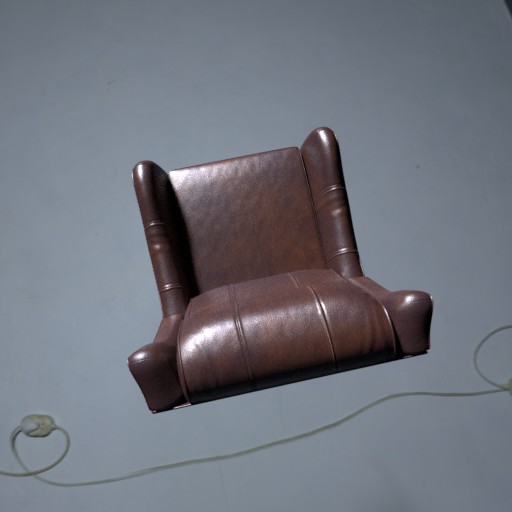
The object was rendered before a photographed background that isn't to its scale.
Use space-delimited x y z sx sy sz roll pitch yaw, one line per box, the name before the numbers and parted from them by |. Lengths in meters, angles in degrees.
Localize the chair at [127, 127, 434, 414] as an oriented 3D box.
chair | 0.000 0.000 1.821 0.869 1.084 1.008 -12 75 -3
